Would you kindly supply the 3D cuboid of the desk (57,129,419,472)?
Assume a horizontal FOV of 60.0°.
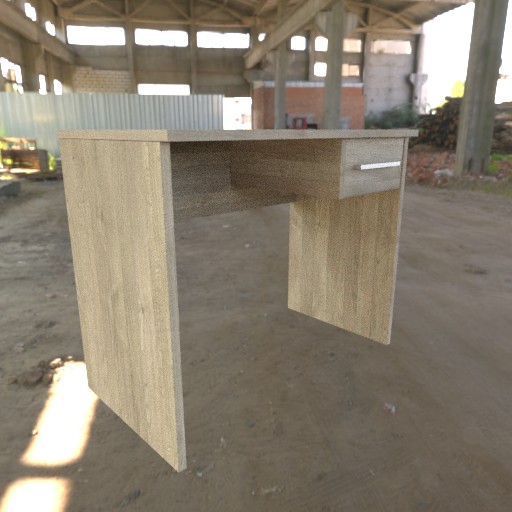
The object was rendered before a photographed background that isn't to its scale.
[{"bbox_3d":[0.000,0.000,1.321,0.893,0.724,0.498,-15,22,-42],"label":"desk"}]
